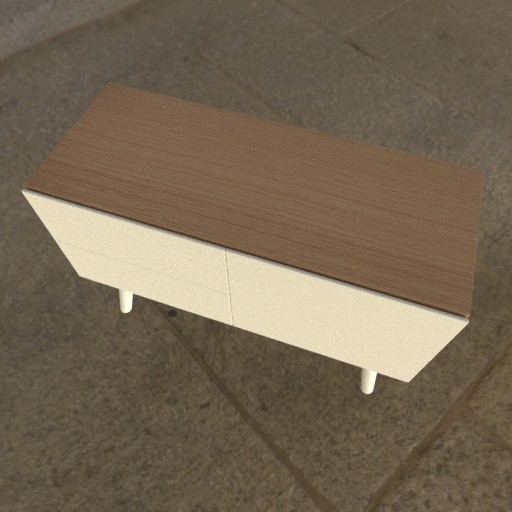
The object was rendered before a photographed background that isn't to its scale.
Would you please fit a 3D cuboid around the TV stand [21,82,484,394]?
[{"bbox_3d":[0.000,0.000,1.302,0.991,0.660,0.407,16,59,10],"label":"TV stand"}]
